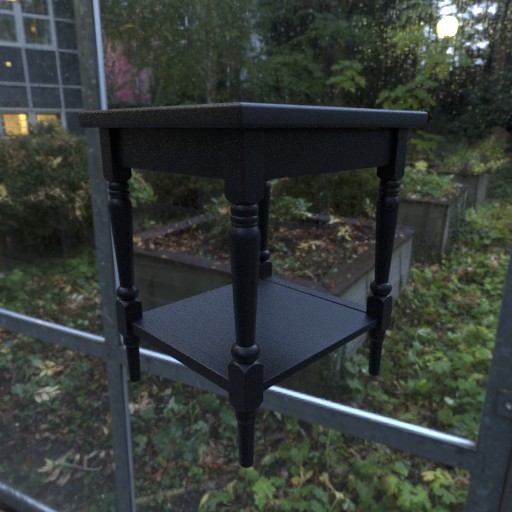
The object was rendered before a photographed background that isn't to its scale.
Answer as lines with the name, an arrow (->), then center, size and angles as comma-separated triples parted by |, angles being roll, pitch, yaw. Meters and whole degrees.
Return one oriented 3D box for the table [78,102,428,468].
table -> 0.000, 0.000, 0.910 | 0.488, 0.565, 0.442 | -16, 22, -42
